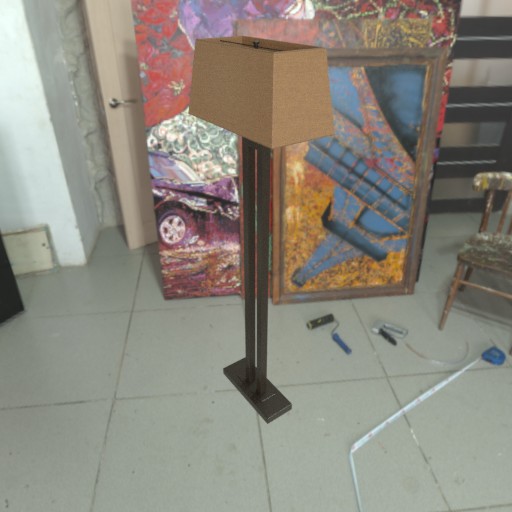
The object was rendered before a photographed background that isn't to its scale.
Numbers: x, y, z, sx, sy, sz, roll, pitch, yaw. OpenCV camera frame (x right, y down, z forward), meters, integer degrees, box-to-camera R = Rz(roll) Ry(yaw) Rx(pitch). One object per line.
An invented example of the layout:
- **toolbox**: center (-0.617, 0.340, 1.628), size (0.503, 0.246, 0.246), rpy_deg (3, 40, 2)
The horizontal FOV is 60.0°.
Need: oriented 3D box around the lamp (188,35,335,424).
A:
- **lamp**: center (0.000, 0.000, 1.677), size (0.233, 1.469, 0.475), rpy_deg (-20, 37, -30)
